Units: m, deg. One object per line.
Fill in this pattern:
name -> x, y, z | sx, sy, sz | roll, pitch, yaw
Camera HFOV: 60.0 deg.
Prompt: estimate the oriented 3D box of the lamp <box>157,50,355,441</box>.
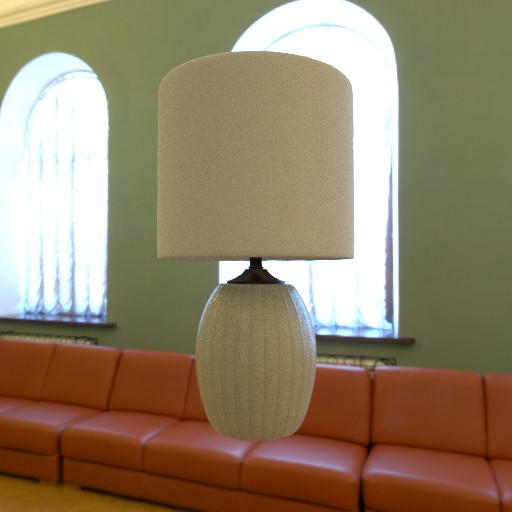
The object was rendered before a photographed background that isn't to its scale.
lamp -> 0.000, 0.000, 0.755 | 0.329, 0.570, 0.329 | -1, -2, 19
